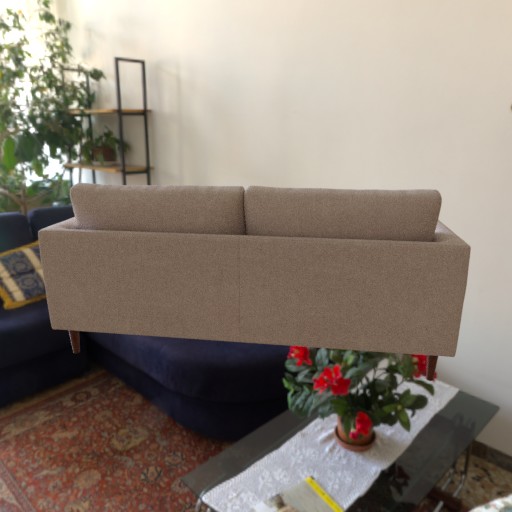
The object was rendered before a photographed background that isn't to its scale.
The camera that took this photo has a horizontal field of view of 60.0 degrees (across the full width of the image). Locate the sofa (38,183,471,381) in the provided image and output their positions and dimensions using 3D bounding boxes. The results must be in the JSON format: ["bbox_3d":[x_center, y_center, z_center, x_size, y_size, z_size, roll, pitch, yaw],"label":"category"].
[{"bbox_3d":[0.000,0.000,2.474,1.948,0.868,1.020,2,17,8],"label":"sofa"}]
